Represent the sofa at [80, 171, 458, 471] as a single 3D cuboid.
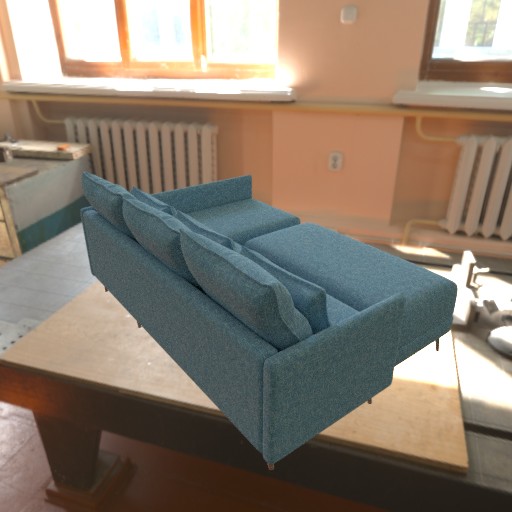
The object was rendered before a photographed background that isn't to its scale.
[{"bbox_3d":[0.000,0.000,2.693,1.420,0.899,2.034,-18,31,-33],"label":"sofa"}]
